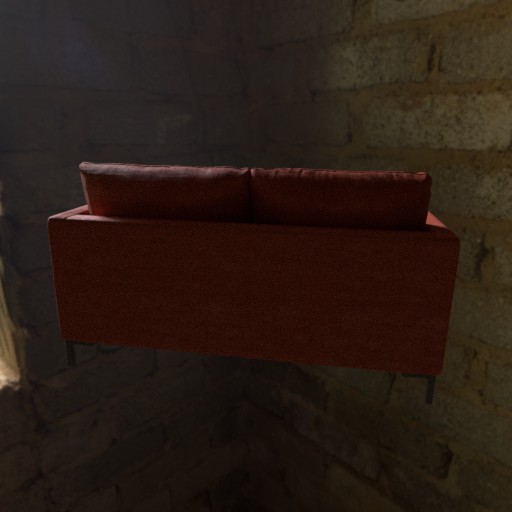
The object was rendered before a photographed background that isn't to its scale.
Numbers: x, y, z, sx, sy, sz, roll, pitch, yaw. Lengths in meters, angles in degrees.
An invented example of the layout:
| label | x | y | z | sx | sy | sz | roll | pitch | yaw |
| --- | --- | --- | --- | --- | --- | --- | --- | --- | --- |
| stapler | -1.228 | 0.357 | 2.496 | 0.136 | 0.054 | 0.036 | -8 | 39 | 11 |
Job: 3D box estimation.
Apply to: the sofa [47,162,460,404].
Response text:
| label | x | y | z | sx | sy | sz | roll | pitch | yaw |
| --- | --- | --- | --- | --- | --- | --- | --- | --- | --- |
| sofa | 0.000 | 0.000 | 2.094 | 1.574 | 0.896 | 0.864 | 3 | 17 | 9 |
